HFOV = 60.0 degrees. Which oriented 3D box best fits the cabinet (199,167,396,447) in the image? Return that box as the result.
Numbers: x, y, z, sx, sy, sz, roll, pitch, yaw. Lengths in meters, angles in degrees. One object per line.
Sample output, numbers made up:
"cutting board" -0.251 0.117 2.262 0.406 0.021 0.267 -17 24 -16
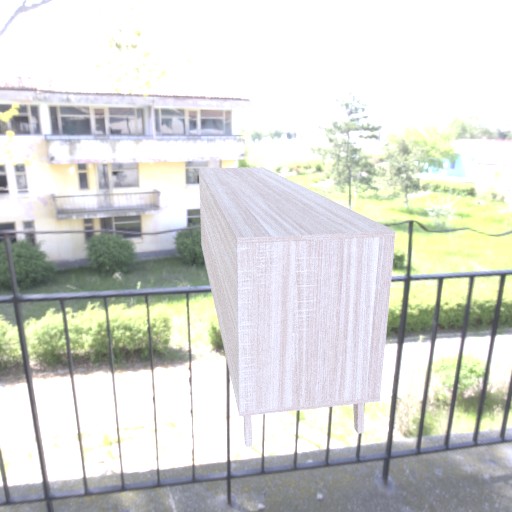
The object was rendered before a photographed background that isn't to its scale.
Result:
"cabinet" 0.000 0.000 2.491 0.500 0.780 2.200 -3 17 -10
